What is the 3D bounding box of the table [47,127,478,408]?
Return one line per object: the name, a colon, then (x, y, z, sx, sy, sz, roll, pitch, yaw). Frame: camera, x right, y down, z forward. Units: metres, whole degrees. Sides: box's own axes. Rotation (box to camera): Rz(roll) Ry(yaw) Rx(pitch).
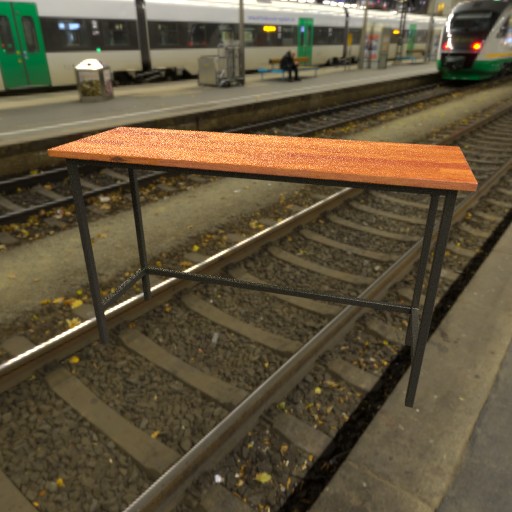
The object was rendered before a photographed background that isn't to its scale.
table: (0.000, 0.000, 1.527, 1.204, 0.740, 0.408, 8, 27, 15)
